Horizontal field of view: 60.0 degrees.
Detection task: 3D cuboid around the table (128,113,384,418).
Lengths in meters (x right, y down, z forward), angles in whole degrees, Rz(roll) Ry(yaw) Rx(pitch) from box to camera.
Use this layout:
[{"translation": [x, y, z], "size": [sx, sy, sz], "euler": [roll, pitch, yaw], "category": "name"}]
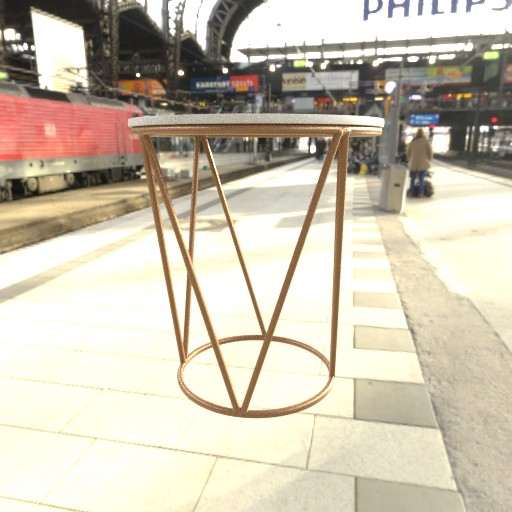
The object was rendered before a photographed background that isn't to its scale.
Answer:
[{"translation": [0.000, 0.000, 0.968], "size": [0.500, 0.564, 0.500], "euler": [0, 15, 0], "category": "table"}]
